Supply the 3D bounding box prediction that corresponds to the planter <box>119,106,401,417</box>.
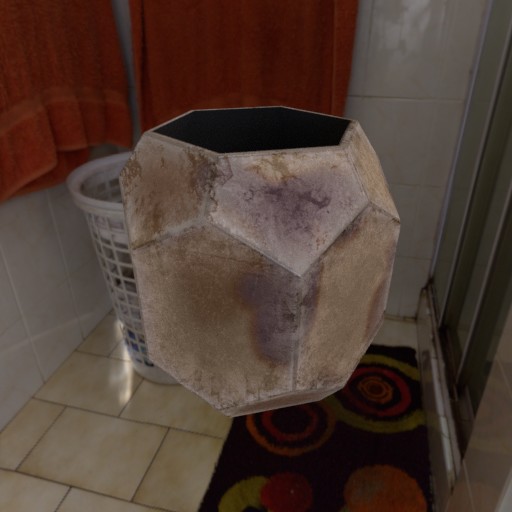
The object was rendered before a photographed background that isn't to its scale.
[{"bbox_3d":[0.000,0.000,0.411,0.243,0.238,0.221,8,30,14],"label":"planter"}]
